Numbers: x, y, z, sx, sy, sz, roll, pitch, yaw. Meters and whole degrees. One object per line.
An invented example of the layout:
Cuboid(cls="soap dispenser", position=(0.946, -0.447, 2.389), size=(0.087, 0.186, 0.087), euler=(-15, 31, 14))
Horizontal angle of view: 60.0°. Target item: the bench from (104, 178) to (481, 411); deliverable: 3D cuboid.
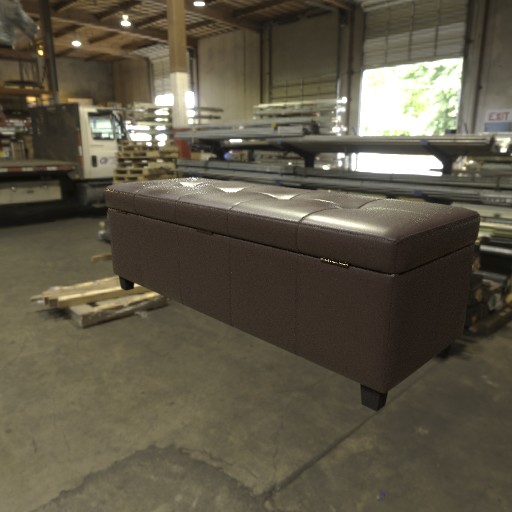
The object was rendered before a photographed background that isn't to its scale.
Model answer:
Cuboid(cls="bench", position=(0.000, 0.000, 1.445), size=(0.450, 0.417, 1.219), euler=(-14, 21, -43))
